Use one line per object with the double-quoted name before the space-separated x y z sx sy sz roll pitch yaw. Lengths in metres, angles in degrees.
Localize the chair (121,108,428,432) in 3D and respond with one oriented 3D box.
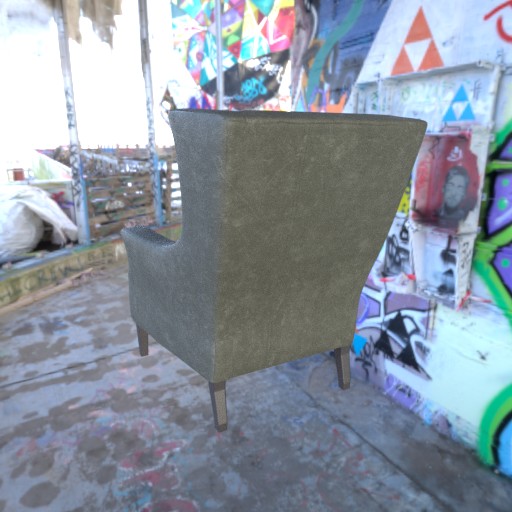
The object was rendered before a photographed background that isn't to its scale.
"chair" 0.000 0.000 1.668 0.853 1.016 0.926 -8 17 -28
